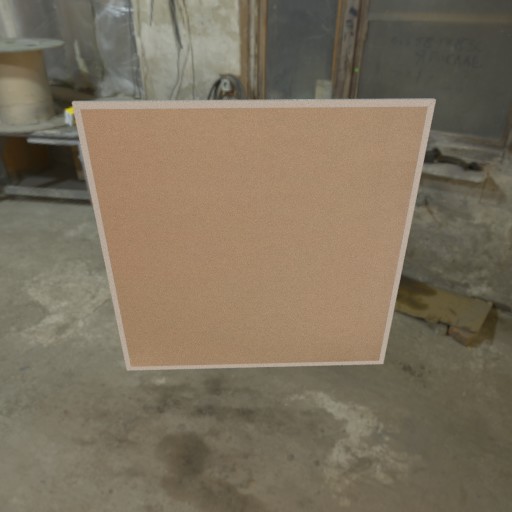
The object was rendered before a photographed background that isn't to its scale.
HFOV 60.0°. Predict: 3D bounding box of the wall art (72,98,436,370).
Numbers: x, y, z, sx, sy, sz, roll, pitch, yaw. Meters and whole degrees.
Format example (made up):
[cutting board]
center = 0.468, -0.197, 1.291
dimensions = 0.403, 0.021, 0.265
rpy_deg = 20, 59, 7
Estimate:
[wall art]
center = 0.000, 0.000, 1.197
dimensions = 0.809, 0.809, 0.012
rpy_deg = -1, 31, -2
